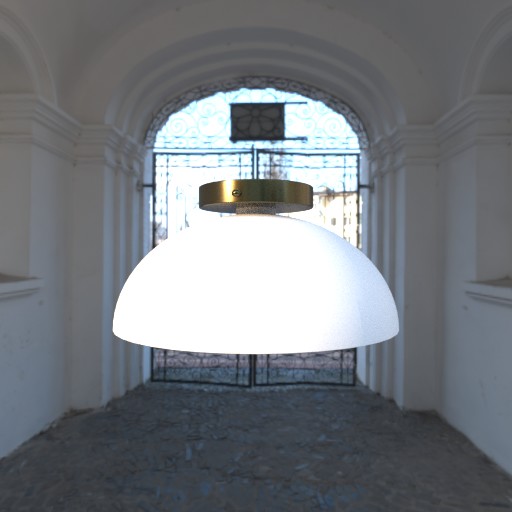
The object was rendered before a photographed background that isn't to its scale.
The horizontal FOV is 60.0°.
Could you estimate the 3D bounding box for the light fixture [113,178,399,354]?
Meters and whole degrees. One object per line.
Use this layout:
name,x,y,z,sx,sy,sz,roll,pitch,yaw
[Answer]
light fixture,0.000,0.000,0.577,0.355,0.177,0.355,0,0,0
